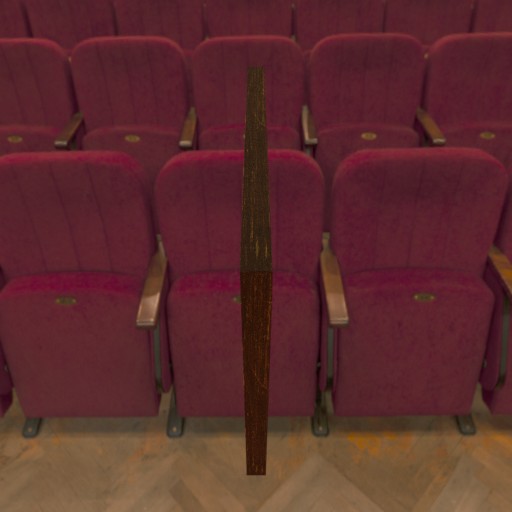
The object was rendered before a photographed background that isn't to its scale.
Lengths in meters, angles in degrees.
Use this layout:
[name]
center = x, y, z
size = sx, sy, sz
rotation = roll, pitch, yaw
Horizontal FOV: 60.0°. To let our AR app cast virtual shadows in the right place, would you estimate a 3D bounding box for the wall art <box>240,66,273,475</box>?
[wall art]
center = 0.000, 0.000, 0.777
size = 0.032, 0.457, 0.558
rotation = 0, 42, 0
